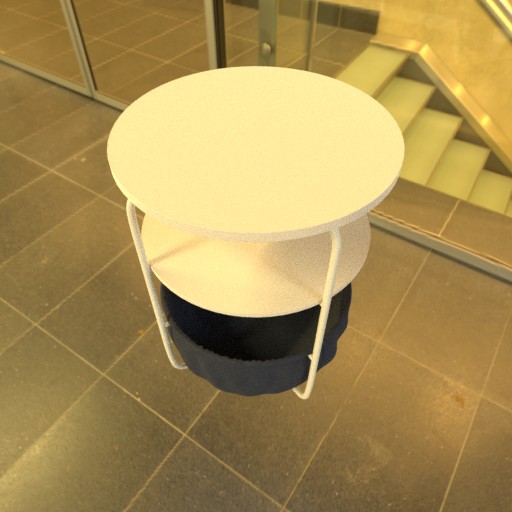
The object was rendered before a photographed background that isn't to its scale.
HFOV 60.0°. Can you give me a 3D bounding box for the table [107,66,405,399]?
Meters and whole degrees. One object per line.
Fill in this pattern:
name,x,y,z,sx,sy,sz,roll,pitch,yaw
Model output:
table,0.000,0.000,0.834,0.418,0.532,0.418,11,48,10
